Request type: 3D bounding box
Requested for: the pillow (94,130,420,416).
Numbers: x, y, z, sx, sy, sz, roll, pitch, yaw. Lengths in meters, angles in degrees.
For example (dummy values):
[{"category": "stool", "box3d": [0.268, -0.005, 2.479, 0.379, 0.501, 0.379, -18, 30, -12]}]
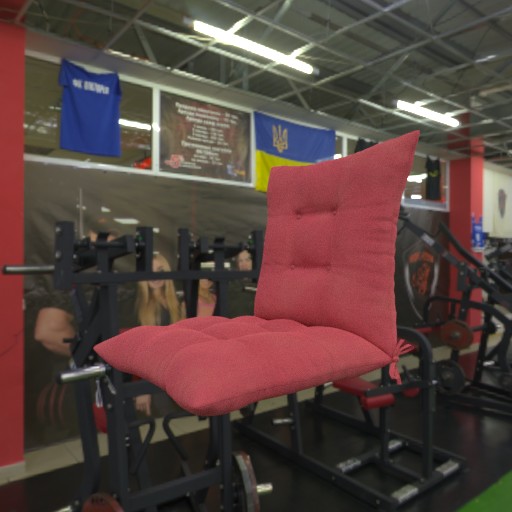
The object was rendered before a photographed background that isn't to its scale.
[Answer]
[{"category": "pillow", "box3d": [0.000, 0.000, 1.000, 0.585, 0.536, 0.541, 0, 1, -36]}]
